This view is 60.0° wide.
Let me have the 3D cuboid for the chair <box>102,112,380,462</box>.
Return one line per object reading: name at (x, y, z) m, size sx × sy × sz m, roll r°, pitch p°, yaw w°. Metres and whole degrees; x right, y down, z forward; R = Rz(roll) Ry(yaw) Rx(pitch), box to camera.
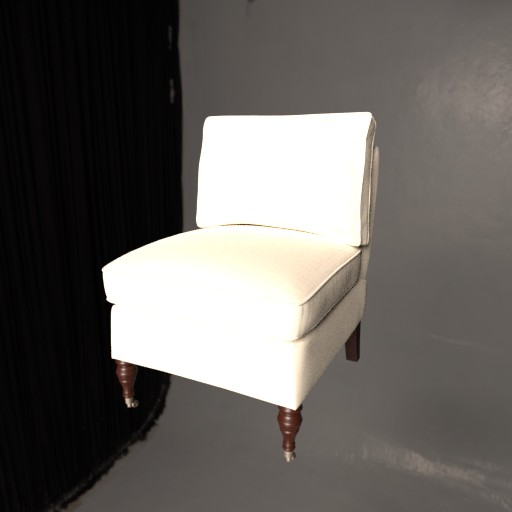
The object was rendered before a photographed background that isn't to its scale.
chair at (0.000, 0.000, 1.424) m, size 0.630 × 0.887 × 0.781 m, roll 7°, pitch 17°, yaw 26°
